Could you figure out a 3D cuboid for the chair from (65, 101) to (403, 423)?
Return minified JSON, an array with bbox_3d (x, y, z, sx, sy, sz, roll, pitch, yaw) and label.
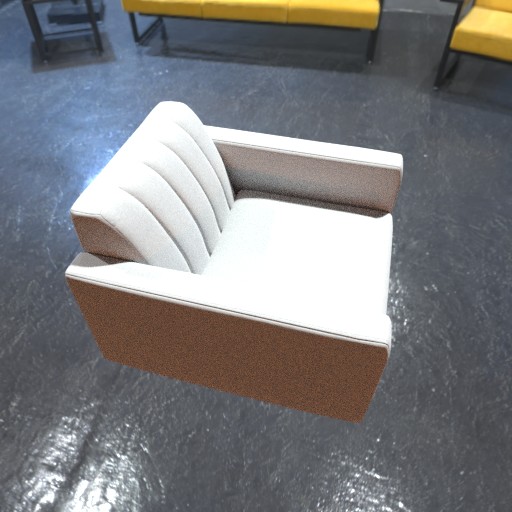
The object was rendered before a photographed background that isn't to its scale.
[{"bbox_3d":[0.000,0.000,1.696,0.998,0.819,0.953,11,48,10],"label":"chair"}]
